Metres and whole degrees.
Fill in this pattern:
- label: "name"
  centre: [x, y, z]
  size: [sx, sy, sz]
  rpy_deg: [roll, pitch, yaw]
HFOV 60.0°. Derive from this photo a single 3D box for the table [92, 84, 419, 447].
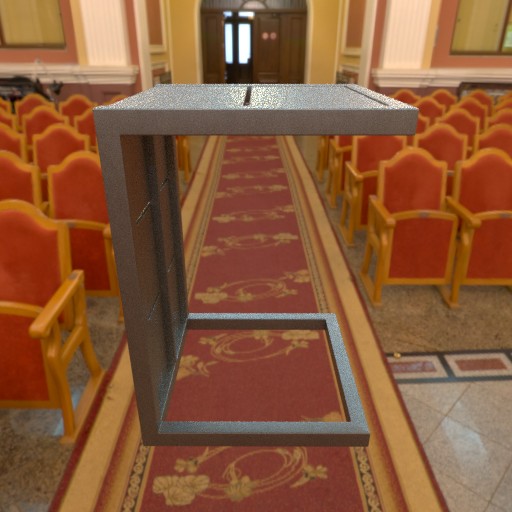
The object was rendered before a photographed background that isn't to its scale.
- label: "table"
  centre: [0.000, 0.000, 0.880]
  size: [0.420, 0.609, 0.405]
  rpy_deg: [0, 25, 0]
